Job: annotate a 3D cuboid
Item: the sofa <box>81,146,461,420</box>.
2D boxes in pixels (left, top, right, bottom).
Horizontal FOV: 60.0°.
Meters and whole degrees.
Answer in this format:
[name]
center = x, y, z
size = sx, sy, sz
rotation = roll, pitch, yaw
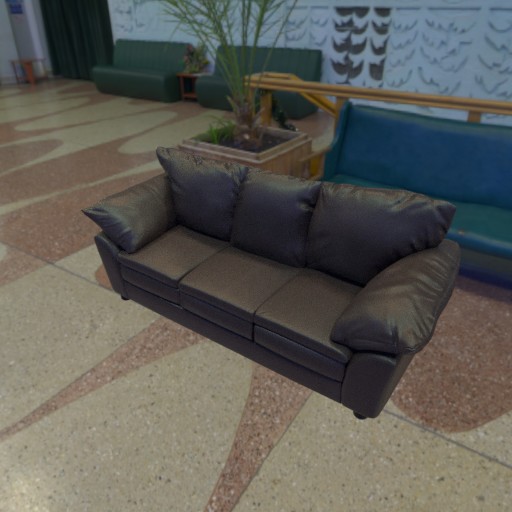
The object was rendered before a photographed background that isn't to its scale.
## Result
[sofa]
center = 0.000, 0.000, 2.883
size = 2.390, 1.091, 0.907
rotation = 19, 35, 30
